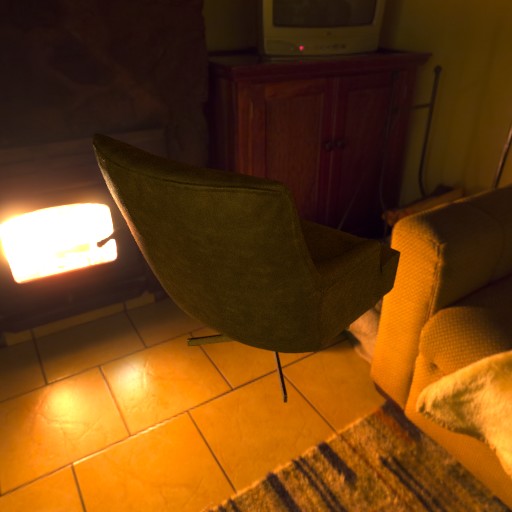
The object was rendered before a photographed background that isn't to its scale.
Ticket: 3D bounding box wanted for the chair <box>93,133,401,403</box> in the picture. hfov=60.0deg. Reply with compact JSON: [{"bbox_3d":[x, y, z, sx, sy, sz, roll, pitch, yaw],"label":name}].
[{"bbox_3d":[0.000,0.000,1.531,0.738,0.870,0.874,21,36,33],"label":"chair"}]
